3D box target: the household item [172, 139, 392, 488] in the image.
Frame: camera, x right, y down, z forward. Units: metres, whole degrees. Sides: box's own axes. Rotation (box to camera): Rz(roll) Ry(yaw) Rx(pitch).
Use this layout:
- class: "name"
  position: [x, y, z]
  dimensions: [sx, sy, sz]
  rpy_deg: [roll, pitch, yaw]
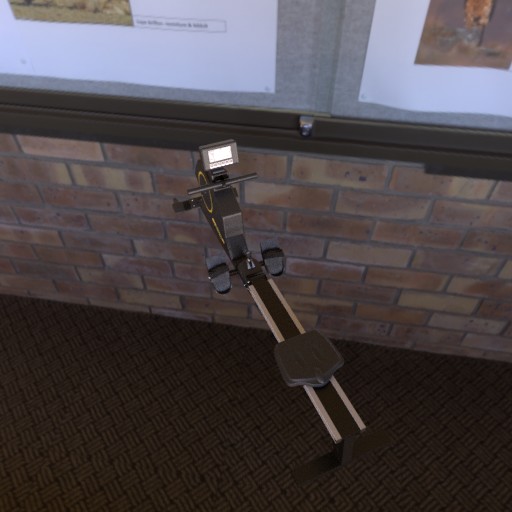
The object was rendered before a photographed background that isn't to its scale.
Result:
- class: "household item"
  position: [0.000, 0.000, 2.591]
  dimensions: [0.521, 0.810, 2.251]
  rpy_deg: [-17, 50, -15]
